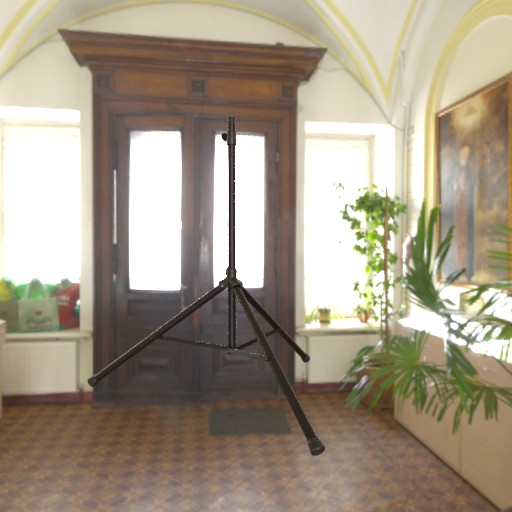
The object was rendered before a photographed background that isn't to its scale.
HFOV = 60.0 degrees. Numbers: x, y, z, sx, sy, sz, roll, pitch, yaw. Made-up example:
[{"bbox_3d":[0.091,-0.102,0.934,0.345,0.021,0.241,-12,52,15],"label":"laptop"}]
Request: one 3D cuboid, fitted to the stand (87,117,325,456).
[{"bbox_3d":[0.000,0.000,2.739,1.596,1.595,1.339,1,1,37],"label":"stand"}]
